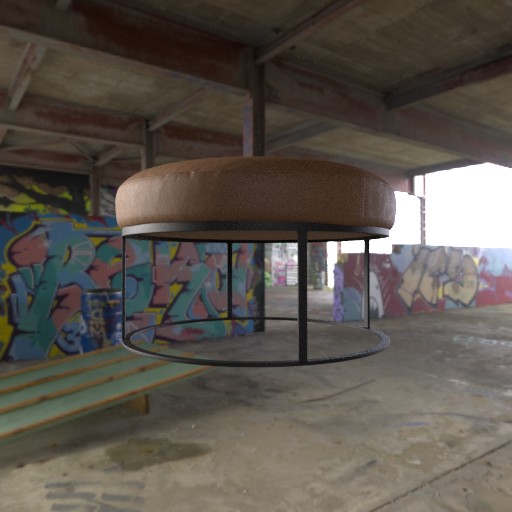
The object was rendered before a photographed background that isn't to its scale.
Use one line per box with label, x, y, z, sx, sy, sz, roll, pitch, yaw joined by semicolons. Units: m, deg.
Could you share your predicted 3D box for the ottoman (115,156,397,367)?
ottoman;0.000;0.000;1.272;0.771;0.460;0.771;0;0;0
